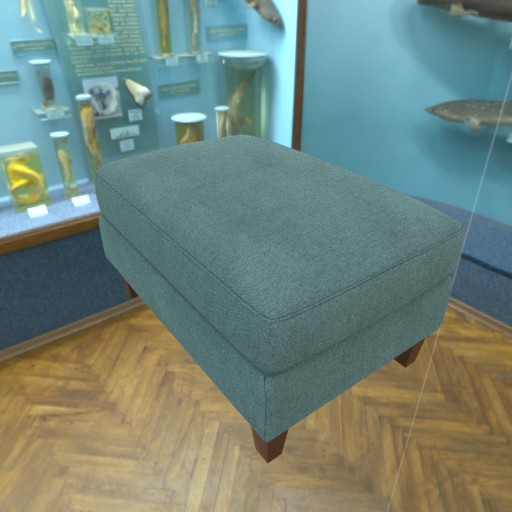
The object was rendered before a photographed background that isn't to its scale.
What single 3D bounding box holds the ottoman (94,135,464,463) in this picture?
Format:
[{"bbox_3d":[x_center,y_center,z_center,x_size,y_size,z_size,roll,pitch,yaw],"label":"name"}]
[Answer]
[{"bbox_3d":[0.000,0.000,1.219,0.584,0.483,0.864,-21,38,-30],"label":"ottoman"}]
